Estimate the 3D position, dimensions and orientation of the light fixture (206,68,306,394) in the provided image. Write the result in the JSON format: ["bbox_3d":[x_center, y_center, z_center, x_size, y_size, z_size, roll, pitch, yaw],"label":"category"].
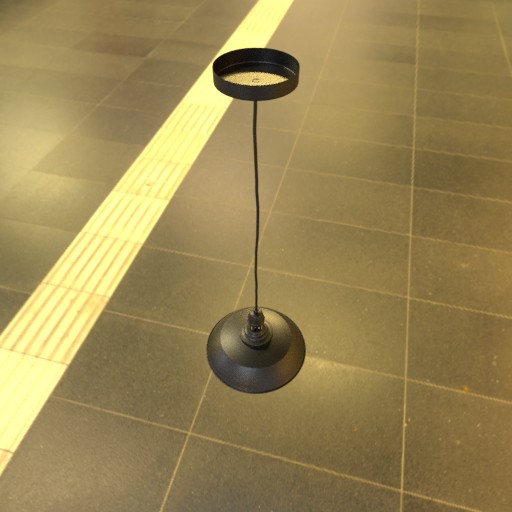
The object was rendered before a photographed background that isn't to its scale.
[{"bbox_3d":[0.000,0.000,1.153,0.331,0.993,0.331,-3,47,-3],"label":"light fixture"}]
